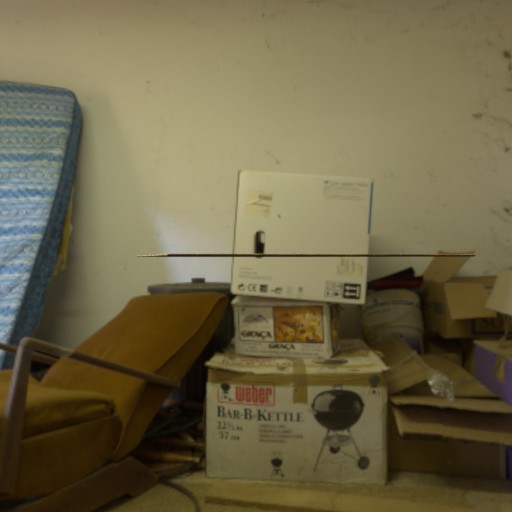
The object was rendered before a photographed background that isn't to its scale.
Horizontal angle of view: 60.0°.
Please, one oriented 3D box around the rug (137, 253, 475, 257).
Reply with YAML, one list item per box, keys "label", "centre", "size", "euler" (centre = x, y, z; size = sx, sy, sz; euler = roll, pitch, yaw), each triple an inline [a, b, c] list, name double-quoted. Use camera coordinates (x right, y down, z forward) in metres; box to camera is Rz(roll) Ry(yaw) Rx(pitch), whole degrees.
- label: "rug"
  centre: [0.000, 0.000, 3.133]
  size: [1.526, 0.011, 2.435]
  euler: [0, 0, -18]
